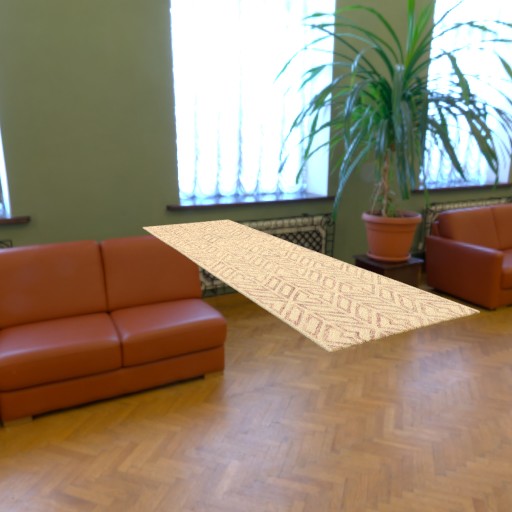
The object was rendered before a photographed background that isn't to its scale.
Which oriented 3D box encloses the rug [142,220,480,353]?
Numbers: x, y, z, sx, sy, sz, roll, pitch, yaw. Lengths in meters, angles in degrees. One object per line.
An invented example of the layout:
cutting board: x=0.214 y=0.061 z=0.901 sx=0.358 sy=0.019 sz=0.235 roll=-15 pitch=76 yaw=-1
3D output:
rug: x=0.000 y=0.000 z=2.649 sx=0.750 sy=0.009 sz=2.435 roll=-8 pitch=16 yaw=-27
